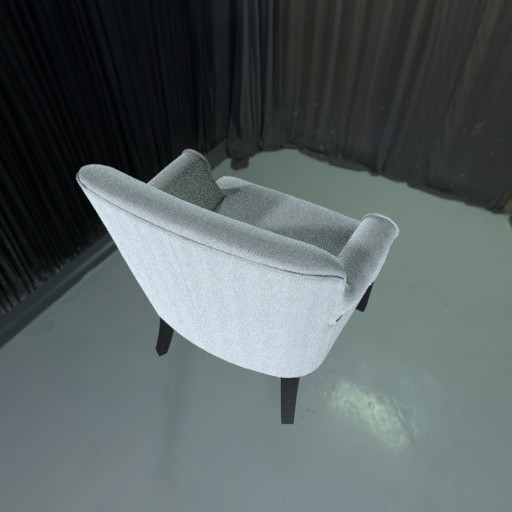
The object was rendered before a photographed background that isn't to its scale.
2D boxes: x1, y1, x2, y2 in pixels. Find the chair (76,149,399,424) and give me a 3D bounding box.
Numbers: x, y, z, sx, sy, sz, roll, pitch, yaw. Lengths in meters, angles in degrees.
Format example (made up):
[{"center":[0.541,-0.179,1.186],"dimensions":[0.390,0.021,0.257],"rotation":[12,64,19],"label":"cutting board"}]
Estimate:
[{"center":[0.000,0.000,1.451],"dimensions":[0.781,0.875,0.750],"rotation":[23,51,20],"label":"chair"}]
